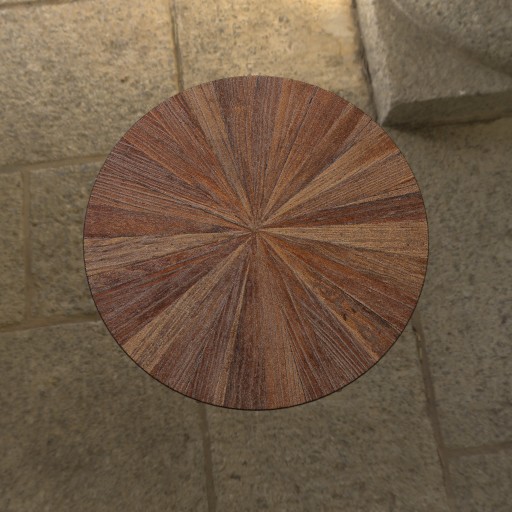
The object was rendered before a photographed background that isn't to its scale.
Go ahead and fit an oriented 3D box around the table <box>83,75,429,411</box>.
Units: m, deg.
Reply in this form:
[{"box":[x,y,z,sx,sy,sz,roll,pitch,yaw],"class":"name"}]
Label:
[{"box":[0.000,0.000,1.454,0.885,0.658,0.885,0,78,0],"class":"table"}]
